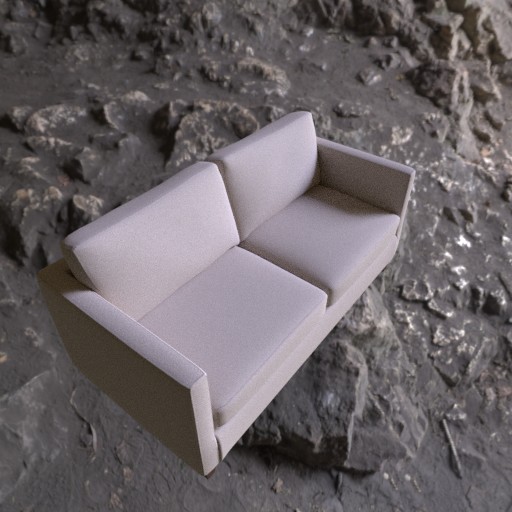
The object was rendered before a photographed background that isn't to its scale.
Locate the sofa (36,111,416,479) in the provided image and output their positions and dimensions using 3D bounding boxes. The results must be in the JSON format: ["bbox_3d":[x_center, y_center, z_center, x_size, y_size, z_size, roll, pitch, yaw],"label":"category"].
[{"bbox_3d":[0.000,0.000,2.174,0.873,0.888,1.722,27,47,28],"label":"sofa"}]
